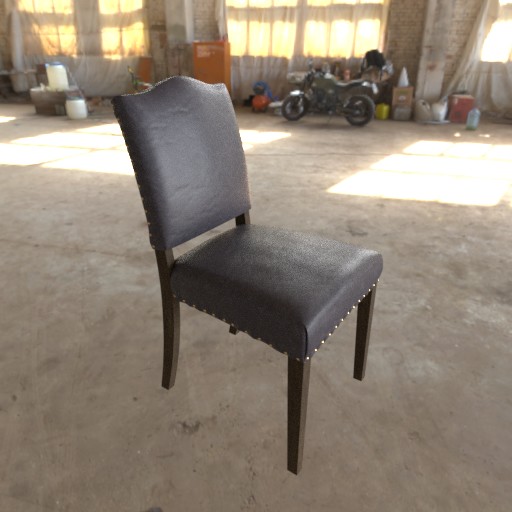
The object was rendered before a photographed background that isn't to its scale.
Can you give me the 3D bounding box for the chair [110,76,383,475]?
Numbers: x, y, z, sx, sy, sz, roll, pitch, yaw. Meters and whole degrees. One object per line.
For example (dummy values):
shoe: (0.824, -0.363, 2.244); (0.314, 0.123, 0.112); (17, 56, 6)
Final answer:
chair: (0.000, 0.000, 1.343); (0.633, 0.991, 0.500); (17, 31, 31)
